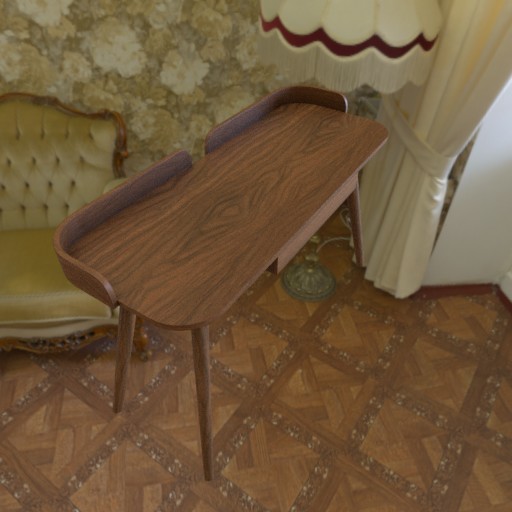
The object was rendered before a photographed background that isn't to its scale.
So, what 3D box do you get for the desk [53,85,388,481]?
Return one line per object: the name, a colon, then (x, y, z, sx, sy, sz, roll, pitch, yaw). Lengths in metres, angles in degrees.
desk: (0.000, 0.000, 1.634, 0.486, 0.800, 1.256, 24, 47, 24)
